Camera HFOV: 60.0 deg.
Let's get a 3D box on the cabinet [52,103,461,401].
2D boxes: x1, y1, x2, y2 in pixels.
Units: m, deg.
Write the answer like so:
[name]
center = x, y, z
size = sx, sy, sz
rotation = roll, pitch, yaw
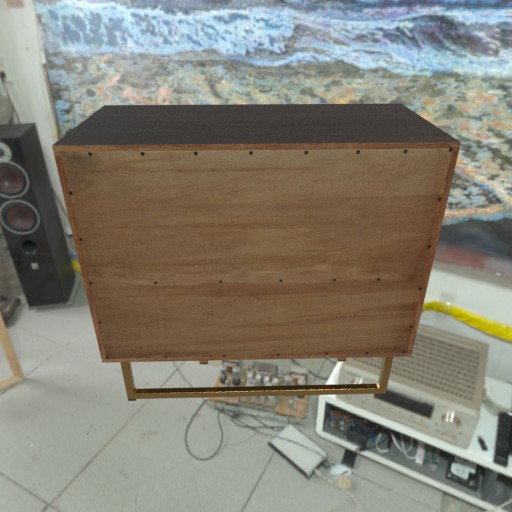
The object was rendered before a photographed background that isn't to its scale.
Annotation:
[cabinet]
center = 0.000, 0.000, 1.437
size = 0.950, 0.860, 0.451
rotation = -1, 30, -1
